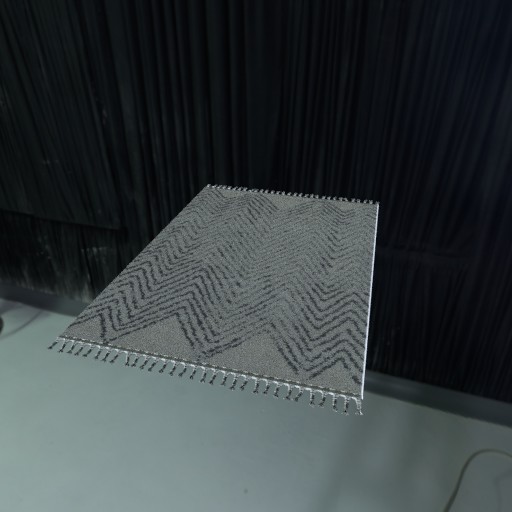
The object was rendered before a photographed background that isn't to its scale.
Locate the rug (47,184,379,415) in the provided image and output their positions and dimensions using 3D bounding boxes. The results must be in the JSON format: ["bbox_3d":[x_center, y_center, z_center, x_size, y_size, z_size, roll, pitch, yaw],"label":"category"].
[{"bbox_3d":[0.000,0.000,2.368,1.230,0.014,1.847,8,32,13],"label":"rug"}]
